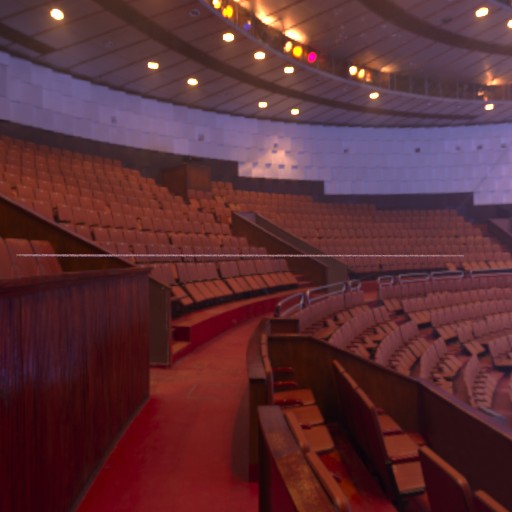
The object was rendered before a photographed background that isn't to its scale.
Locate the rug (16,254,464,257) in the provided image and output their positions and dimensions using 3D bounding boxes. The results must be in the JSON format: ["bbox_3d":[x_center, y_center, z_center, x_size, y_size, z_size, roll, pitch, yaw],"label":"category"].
[{"bbox_3d":[0.000,0.000,2.470,2.277,0.008,0.676,0,0,-19],"label":"rug"}]
